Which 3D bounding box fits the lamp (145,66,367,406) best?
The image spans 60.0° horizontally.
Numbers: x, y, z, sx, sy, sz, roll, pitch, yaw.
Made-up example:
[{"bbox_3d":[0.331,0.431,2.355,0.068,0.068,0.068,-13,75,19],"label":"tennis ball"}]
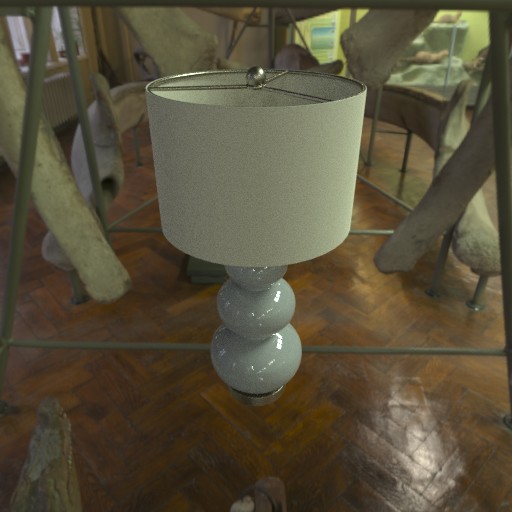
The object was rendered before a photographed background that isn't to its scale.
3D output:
[{"bbox_3d":[0.000,0.000,0.921,0.367,0.730,0.367,1,30,2],"label":"lamp"}]
